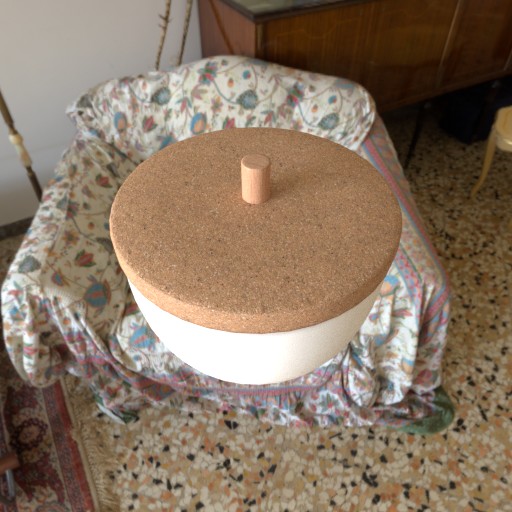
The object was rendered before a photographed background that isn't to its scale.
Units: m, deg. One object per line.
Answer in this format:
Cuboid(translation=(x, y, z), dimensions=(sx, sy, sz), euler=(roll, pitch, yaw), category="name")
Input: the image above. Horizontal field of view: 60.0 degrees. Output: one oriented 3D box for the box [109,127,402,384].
Cuboid(translation=(0.000, 0.000, 0.187), dimensions=(0.107, 0.094, 0.107), euler=(0, 46, 0), category="box")
